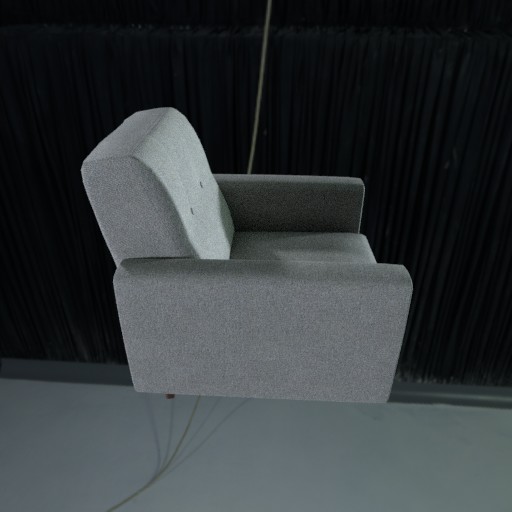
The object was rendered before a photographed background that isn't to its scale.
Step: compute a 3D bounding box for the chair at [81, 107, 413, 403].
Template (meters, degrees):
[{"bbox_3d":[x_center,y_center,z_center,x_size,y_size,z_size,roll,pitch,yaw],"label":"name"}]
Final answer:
[{"bbox_3d":[0.000,0.000,1.659,0.942,0.968,0.845,1,31,1],"label":"chair"}]
